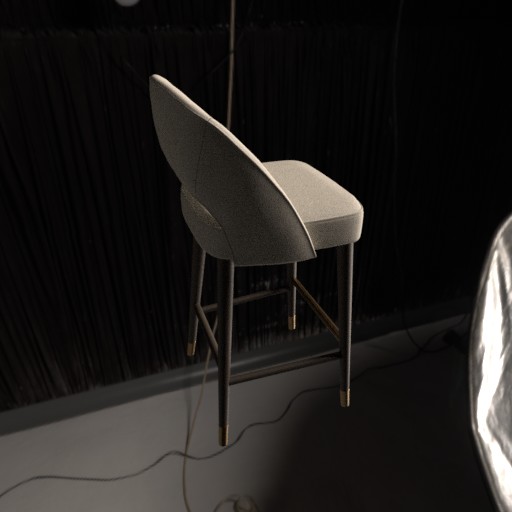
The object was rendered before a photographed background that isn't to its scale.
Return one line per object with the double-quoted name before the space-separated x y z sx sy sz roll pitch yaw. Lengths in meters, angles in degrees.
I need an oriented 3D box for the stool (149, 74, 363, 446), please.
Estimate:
"stool" 0.000 0.000 1.339 0.509 1.037 0.494 -11 32 -18
